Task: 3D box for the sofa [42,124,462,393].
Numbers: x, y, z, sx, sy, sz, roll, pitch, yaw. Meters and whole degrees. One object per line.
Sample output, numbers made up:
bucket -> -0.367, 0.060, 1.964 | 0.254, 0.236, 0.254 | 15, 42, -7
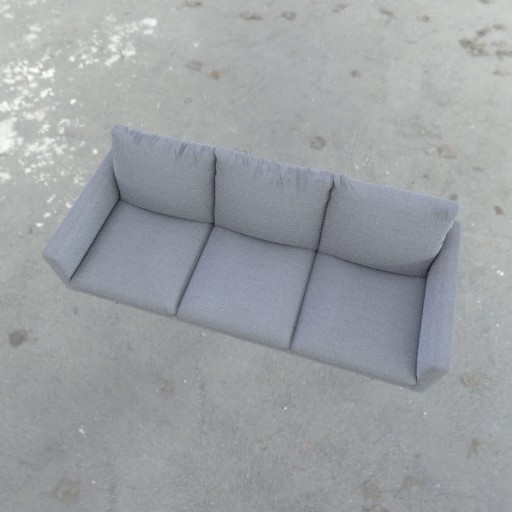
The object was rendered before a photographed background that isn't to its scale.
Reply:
sofa -> 0.000, 0.000, 2.376 | 2.000, 0.830, 0.850 | 15, 60, 9
